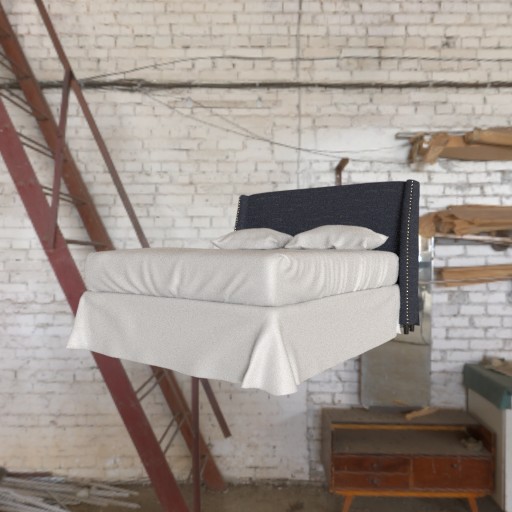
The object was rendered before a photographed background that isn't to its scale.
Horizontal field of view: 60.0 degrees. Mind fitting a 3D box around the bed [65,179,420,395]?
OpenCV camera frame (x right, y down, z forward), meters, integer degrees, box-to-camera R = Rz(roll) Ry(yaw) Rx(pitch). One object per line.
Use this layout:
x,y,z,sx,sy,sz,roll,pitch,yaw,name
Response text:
0.000,0.000,3.519,1.925,1.332,2.276,1,1,36,bed
